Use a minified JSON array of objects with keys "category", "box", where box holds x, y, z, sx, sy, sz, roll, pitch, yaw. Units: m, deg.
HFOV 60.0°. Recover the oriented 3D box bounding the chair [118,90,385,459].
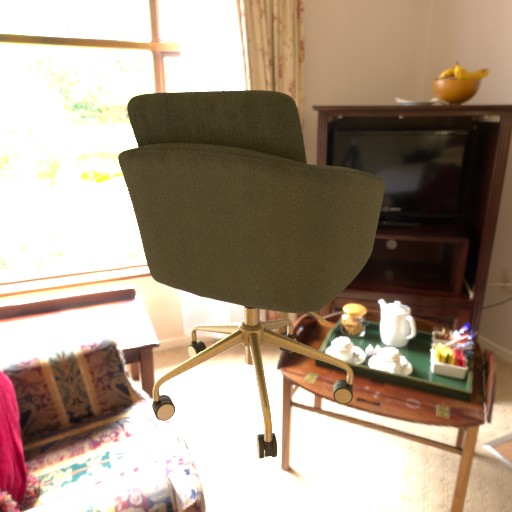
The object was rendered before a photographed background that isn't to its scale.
[{"category":"chair","box":[0.000,0.000,1.338,0.641,0.908,0.635,9,20,26]}]
